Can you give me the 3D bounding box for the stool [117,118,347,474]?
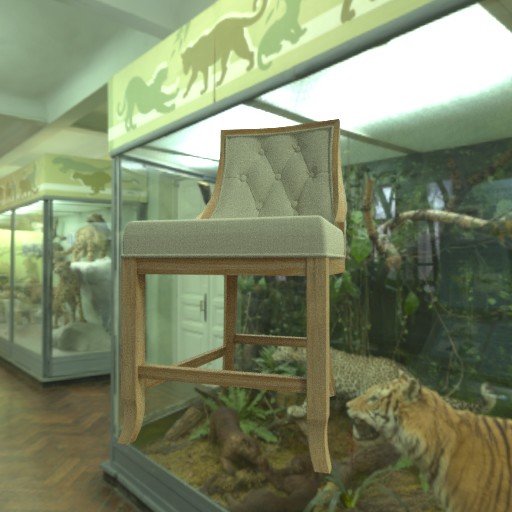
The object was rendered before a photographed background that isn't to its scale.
[{"bbox_3d":[0.000,0.000,1.320,0.524,0.938,0.626,0,-1,17],"label":"stool"}]
